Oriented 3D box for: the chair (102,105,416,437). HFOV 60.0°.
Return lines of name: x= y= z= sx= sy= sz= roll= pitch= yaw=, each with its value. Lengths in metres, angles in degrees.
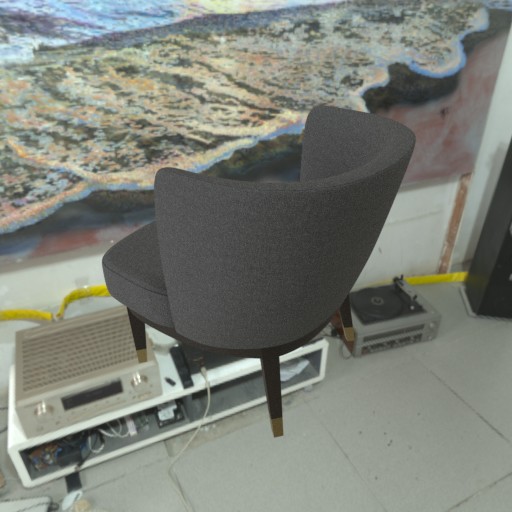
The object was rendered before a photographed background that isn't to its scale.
chair: x=0.000 y=0.000 z=1.217 sx=0.698 sy=0.695 sz=0.639 roll=20 pitch=37 yaw=29
